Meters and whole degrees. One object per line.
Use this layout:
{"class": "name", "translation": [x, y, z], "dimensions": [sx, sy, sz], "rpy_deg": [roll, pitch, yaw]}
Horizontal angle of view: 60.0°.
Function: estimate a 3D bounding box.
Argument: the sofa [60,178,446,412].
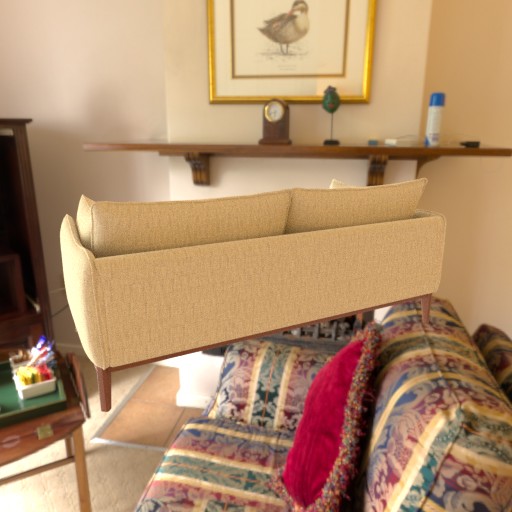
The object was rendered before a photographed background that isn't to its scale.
{"class": "sofa", "translation": [0.000, 0.000, 2.512], "dimensions": [1.989, 0.860, 0.991], "rpy_deg": [-8, 18, -27]}
